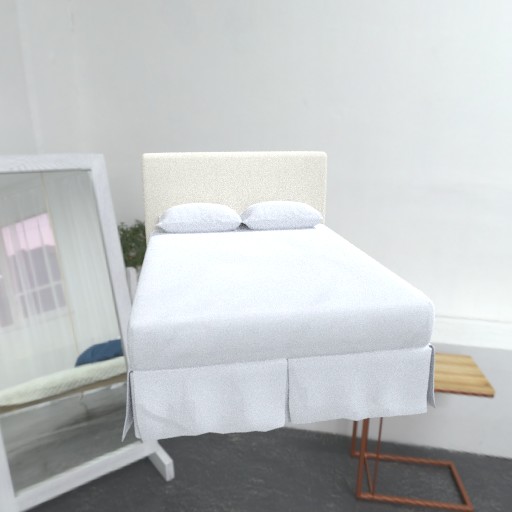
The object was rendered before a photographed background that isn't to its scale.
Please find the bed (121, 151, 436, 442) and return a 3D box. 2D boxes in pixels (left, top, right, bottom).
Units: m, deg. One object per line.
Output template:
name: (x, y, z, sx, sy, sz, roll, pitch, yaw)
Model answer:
bed: (0.000, 0.000, 3.149, 1.713, 1.330, 2.142, -3, 17, -9)
